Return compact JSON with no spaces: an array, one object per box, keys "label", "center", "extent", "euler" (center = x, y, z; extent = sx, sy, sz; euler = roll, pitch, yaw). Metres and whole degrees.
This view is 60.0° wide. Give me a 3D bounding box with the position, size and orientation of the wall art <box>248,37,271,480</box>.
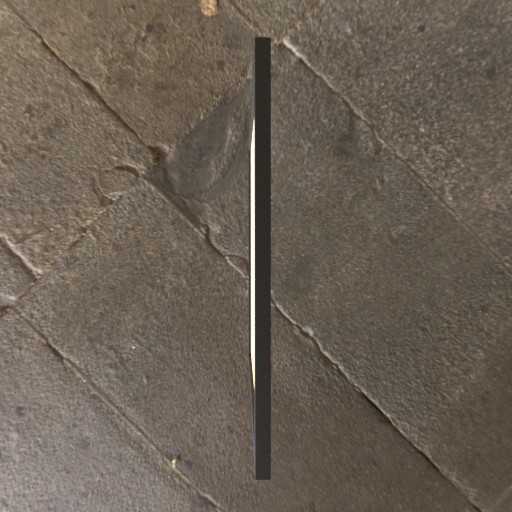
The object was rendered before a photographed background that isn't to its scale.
[{"label":"wall art","center":[0.000,0.000,0.533],"extent":[0.013,0.356,0.356],"euler":[0,91,-2]}]
